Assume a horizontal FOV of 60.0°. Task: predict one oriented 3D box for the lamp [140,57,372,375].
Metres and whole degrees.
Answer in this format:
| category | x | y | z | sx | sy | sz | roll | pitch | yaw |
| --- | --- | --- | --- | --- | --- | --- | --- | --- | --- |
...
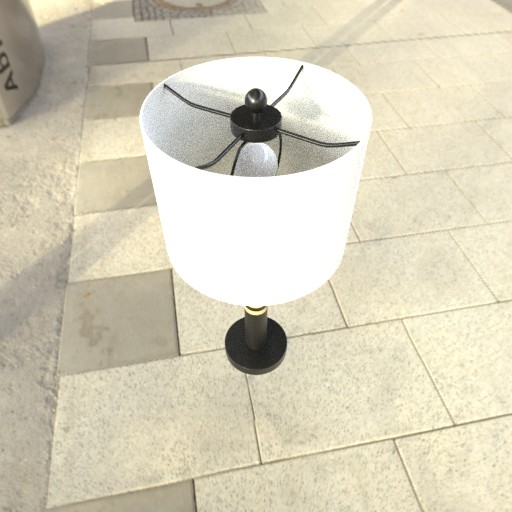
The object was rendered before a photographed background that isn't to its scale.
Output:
| category | x | y | z | sx | sy | sz | roll | pitch | yaw |
| --- | --- | --- | --- | --- | --- | --- | --- | --- | --- |
| lamp | 0.000 | 0.000 | 0.808 | 0.305 | 0.640 | 0.305 | -10 | 49 | -9 |
